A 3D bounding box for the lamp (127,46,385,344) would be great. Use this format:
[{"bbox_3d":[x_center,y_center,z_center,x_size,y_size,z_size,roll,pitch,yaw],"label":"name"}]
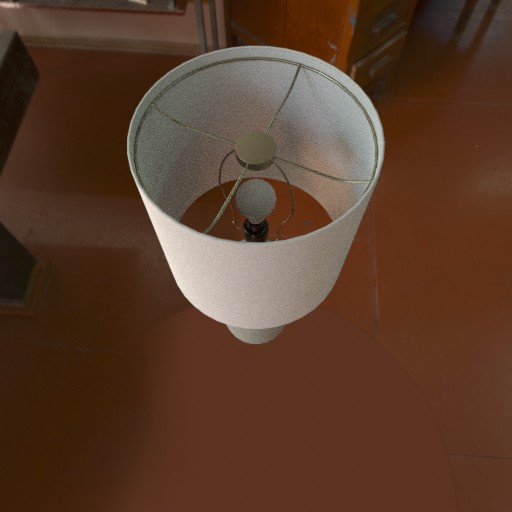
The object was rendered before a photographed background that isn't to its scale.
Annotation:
[{"bbox_3d":[0.000,0.000,0.594,0.220,0.475,0.220,35,68,16],"label":"lamp"}]
